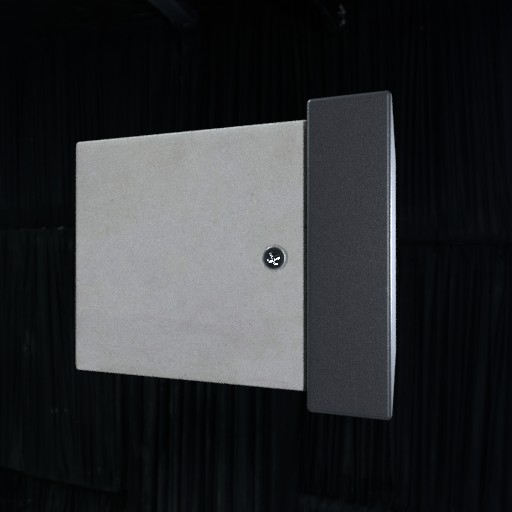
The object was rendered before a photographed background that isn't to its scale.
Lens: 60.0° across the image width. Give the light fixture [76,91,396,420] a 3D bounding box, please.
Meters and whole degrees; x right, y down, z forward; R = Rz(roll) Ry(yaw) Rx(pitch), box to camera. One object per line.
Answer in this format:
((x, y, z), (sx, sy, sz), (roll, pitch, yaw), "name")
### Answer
((0.000, 0.000, 0.240), (0.143, 0.121, 0.121), (0, 0, 18), "light fixture")
